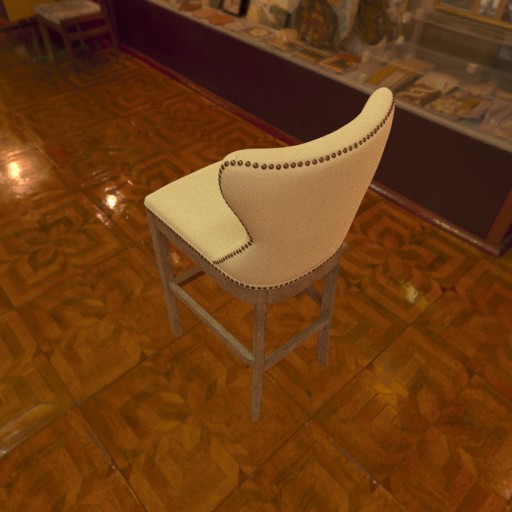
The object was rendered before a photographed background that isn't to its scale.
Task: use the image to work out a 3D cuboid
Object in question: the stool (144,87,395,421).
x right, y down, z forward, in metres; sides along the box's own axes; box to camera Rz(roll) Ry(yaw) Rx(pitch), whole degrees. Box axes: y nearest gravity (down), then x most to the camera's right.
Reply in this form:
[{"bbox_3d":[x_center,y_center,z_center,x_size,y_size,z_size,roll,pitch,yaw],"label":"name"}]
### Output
[{"bbox_3d":[0.000,0.000,1.421,0.494,1.123,0.606,-30,52,-27],"label":"stool"}]
